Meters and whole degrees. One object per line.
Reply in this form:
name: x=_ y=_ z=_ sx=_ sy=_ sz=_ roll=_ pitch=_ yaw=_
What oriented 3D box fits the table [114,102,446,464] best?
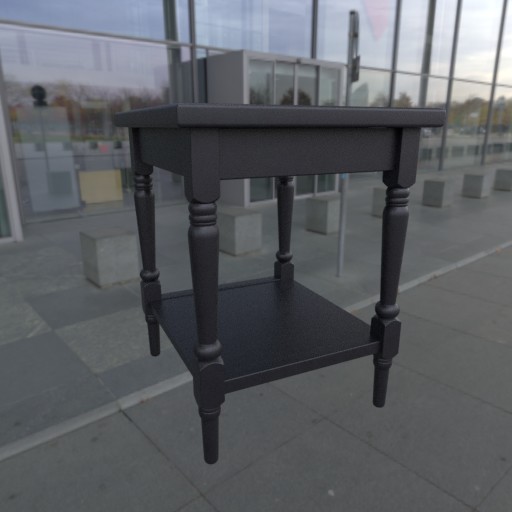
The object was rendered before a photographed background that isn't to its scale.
table: x=0.000 y=0.000 z=0.907 sx=0.442 sy=0.565 sz=0.488 roll=-8 pitch=18 yaw=-24
